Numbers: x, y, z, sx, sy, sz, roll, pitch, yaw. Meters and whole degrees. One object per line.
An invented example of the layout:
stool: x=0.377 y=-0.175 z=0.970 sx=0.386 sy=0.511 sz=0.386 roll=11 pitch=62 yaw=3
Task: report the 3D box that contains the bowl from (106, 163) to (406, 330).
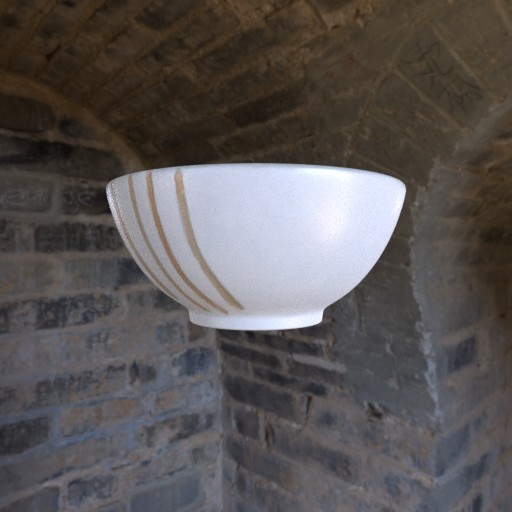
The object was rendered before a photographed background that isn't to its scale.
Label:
bowl: x=0.000 y=0.000 z=0.419 sx=0.268 sy=0.121 sz=0.268 roll=0 pitch=0 yaw=0
